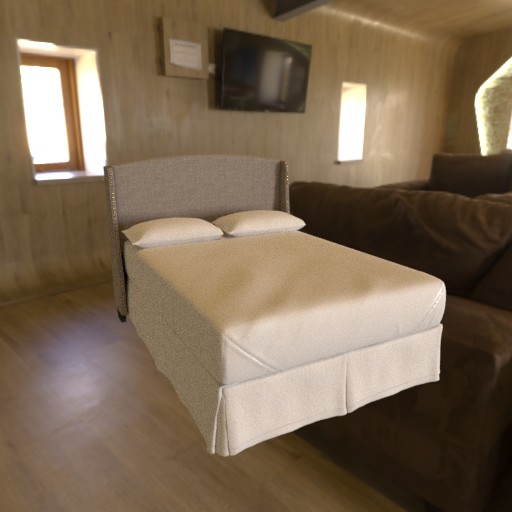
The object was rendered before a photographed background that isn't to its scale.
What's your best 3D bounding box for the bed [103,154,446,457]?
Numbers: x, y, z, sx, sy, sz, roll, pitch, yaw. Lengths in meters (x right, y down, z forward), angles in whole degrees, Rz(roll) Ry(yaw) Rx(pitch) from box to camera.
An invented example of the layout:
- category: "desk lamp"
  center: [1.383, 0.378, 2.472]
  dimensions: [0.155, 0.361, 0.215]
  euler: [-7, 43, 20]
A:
- category: "bed"
  center: [0.000, 0.000, 3.307]
  dimensions: [1.710, 1.407, 2.237]
  euler: [-8, 17, -27]
